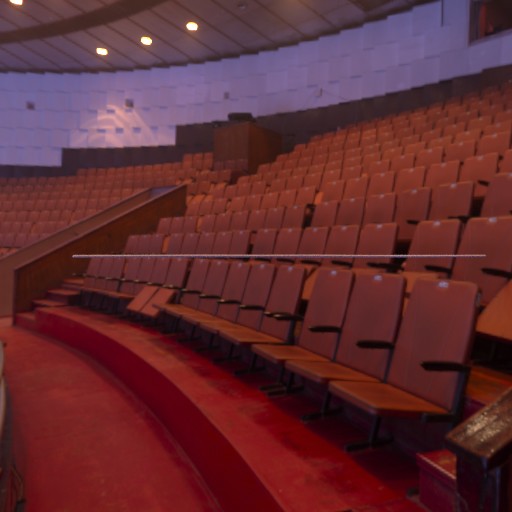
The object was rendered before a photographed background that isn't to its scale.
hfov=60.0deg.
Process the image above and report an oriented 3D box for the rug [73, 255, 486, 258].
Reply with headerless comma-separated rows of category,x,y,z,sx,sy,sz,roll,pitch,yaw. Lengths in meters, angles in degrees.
rug,0.000,0.000,4.169,3.055,0.021,2.410,0,0,-19
